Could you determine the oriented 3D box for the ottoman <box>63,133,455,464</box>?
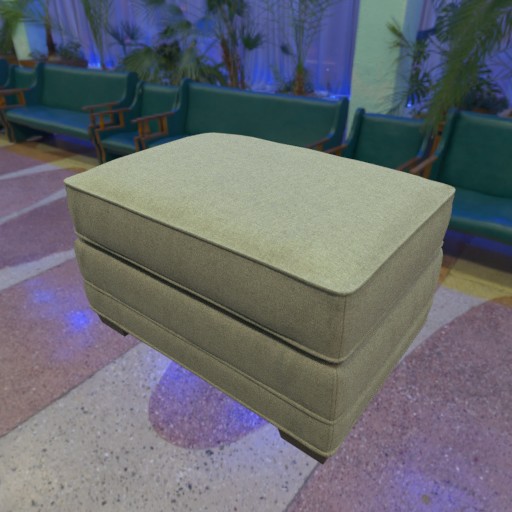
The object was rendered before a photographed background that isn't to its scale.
[{"bbox_3d":[0.000,0.000,1.212,0.848,0.508,0.611,22,37,32],"label":"ottoman"}]
